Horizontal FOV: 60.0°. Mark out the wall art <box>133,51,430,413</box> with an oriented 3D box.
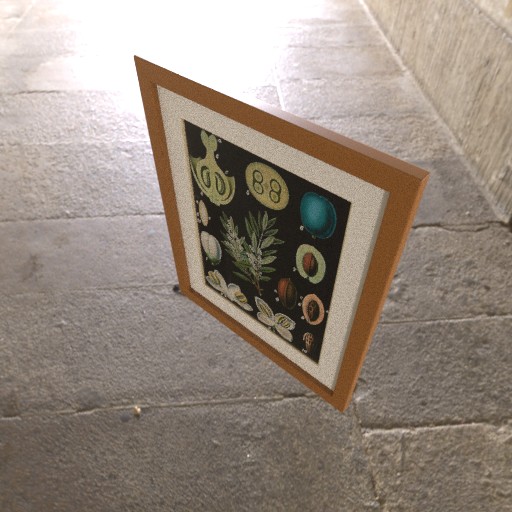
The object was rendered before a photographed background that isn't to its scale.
[{"bbox_3d":[0.000,0.000,0.744,0.449,0.550,0.021,32,55,26],"label":"wall art"}]
